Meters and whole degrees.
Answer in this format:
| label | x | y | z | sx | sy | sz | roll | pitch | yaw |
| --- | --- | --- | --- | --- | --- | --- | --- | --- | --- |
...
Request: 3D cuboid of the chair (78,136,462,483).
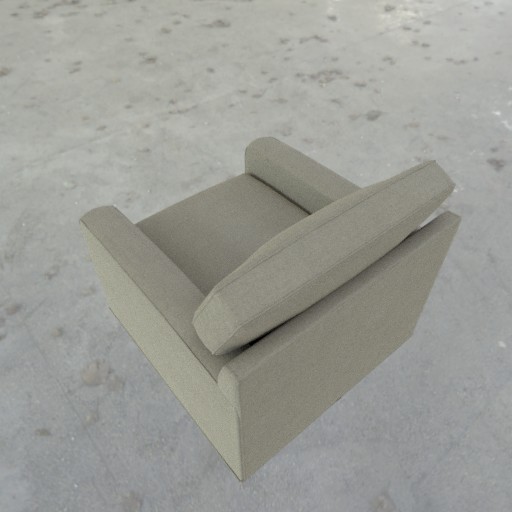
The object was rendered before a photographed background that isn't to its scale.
| label | x | y | z | sx | sy | sz | roll | pitch | yaw |
| --- | --- | --- | --- | --- | --- | --- | --- | --- | --- |
| chair | 0.000 | 0.000 | 1.770 | 0.999 | 0.934 | 1.044 | -30 | 52 | -27 |
